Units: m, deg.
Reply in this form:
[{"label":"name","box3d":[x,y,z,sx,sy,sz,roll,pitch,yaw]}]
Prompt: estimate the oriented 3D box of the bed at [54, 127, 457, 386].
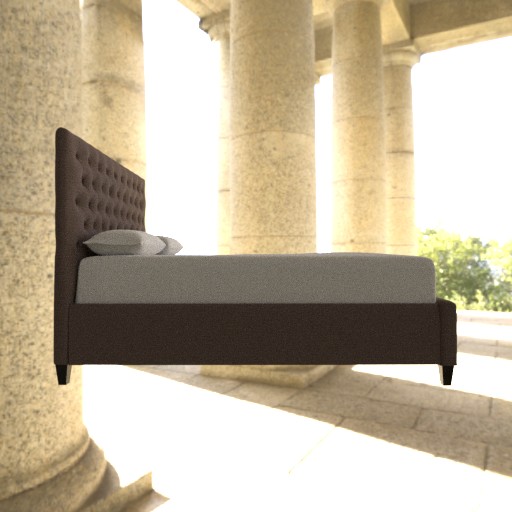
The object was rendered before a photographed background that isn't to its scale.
[{"label":"bed","box3d":[0.000,0.000,3.261,2.233,1.426,1.696,0,0,1]}]
